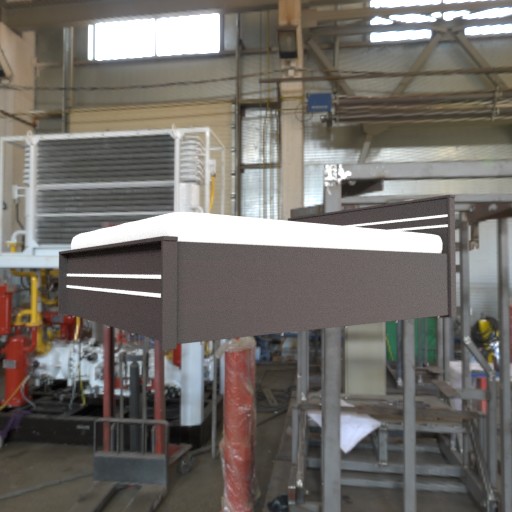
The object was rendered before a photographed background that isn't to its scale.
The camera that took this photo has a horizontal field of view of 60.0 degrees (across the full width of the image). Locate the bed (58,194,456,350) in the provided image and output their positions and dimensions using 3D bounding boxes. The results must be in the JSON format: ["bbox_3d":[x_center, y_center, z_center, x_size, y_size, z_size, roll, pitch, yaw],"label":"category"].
[{"bbox_3d":[0.000,0.000,2.968,2.103,0.808,1.634,2,-3,-37],"label":"bed"}]
